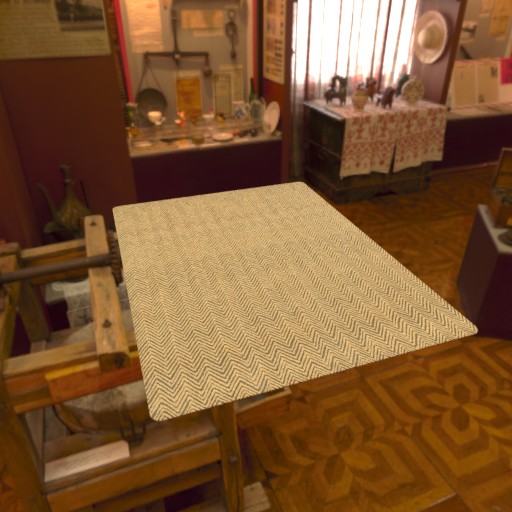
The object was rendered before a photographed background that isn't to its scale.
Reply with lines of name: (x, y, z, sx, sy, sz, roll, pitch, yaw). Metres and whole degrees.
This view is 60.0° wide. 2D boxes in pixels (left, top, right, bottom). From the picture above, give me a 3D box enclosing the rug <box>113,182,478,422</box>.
rug: (0.000, 0.000, 4.248, 2.439, 0.014, 3.207, -10, 32, -17)
